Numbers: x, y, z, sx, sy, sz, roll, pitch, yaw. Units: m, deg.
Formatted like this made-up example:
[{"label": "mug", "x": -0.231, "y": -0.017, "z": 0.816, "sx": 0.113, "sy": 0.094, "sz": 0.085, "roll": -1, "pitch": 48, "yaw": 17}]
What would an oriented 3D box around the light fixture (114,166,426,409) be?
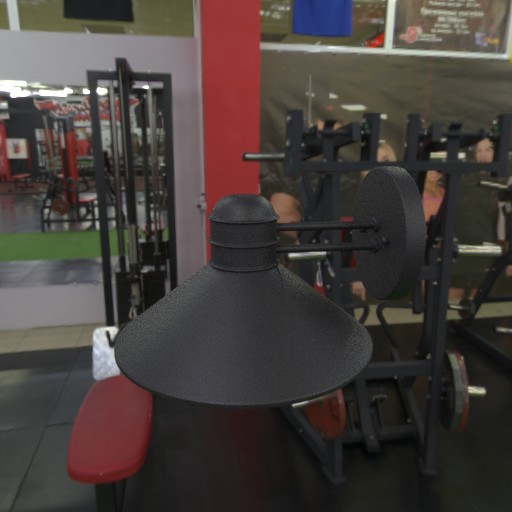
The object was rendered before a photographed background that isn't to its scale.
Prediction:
[{"label": "light fixture", "x": 0.000, "y": 0.000, "z": 0.676, "sx": 0.434, "sy": 0.265, "sz": 0.396, "roll": -2, "pitch": 15, "yaw": -8}]
